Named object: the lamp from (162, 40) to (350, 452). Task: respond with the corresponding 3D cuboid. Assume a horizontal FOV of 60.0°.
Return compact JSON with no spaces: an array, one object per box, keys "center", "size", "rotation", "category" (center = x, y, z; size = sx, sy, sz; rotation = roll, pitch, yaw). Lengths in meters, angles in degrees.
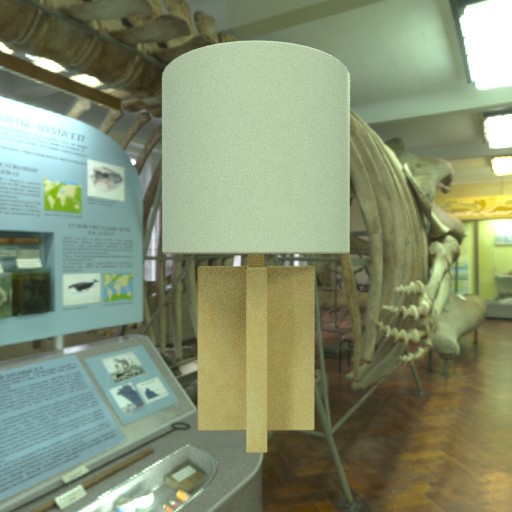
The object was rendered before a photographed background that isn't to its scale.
[{"center":[0.000,0.000,0.553],"size":[0.229,0.428,0.229],"rotation":[0,1,-1],"category":"lamp"}]
